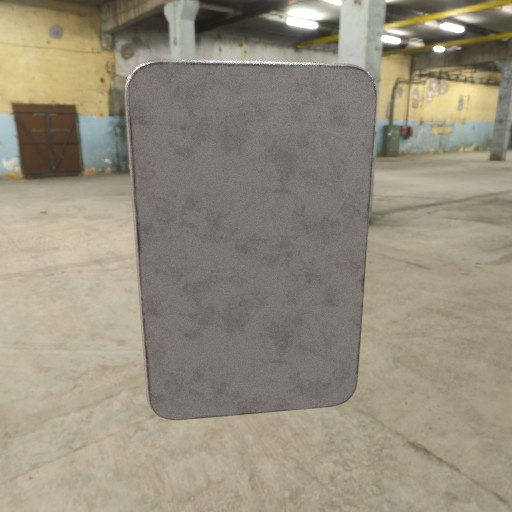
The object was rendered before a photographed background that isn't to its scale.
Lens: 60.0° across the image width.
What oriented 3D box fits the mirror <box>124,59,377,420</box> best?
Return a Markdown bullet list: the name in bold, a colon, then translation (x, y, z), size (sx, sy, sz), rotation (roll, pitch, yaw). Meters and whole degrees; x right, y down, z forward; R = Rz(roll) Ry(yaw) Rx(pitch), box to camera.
- **mirror**: translation (0.000, 0.000, 0.875), size (0.461, 0.713, 0.024), rotation (-2, 15, -8)
